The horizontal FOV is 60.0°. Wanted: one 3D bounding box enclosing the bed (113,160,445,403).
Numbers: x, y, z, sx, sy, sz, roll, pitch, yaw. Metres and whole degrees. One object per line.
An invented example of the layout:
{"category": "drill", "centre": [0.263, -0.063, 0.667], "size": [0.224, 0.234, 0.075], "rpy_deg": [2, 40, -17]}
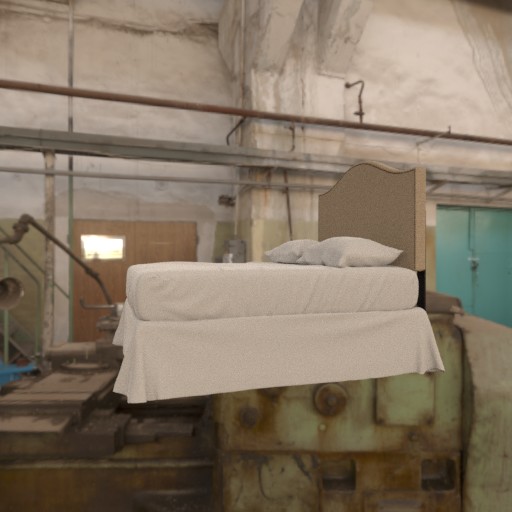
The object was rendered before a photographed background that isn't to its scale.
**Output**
{"category": "bed", "centre": [0.000, 0.000, 3.598], "size": [2.221, 1.645, 1.876], "rpy_deg": [0, 0, -18]}
